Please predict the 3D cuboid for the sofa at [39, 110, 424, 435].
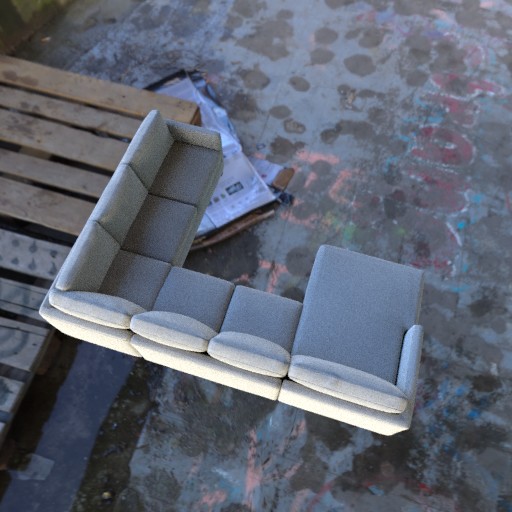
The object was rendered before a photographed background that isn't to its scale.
[{"bbox_3d":[0.000,0.000,4.615,3.460,0.959,2.593,15,64,8],"label":"sofa"}]
